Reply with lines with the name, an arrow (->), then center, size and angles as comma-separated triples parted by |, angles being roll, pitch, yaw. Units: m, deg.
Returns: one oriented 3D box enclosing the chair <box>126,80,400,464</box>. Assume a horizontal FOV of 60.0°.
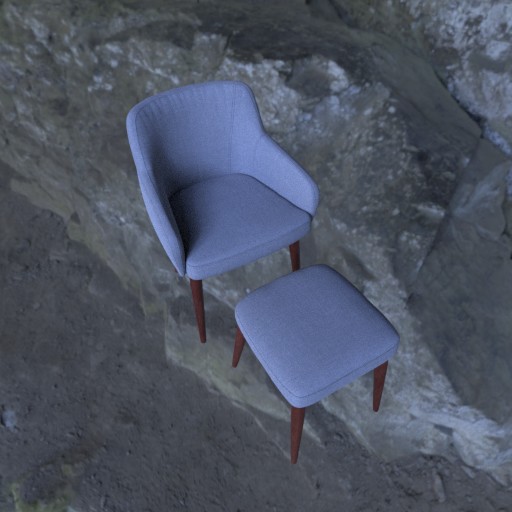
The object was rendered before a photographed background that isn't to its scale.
chair -> 0.000, 0.000, 1.559 | 0.584, 0.799, 1.107 | -23, 50, -21
